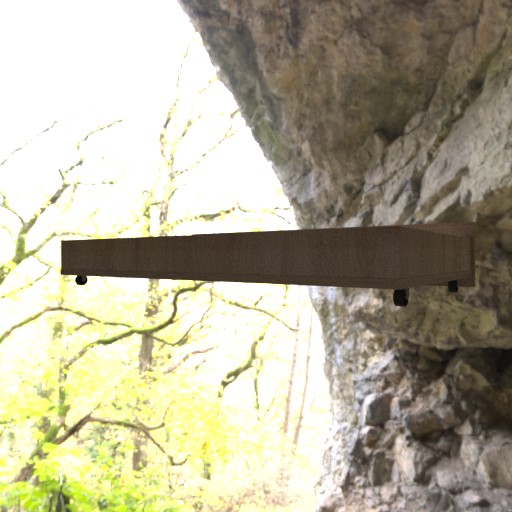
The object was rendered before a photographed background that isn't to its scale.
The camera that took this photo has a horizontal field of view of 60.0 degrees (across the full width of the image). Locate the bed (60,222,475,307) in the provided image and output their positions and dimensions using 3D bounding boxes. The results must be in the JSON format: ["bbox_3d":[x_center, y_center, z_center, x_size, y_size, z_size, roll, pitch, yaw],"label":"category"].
[{"bbox_3d":[0.000,0.000,1.463,1.200,0.209,0.685,0,0,37],"label":"bed"}]
